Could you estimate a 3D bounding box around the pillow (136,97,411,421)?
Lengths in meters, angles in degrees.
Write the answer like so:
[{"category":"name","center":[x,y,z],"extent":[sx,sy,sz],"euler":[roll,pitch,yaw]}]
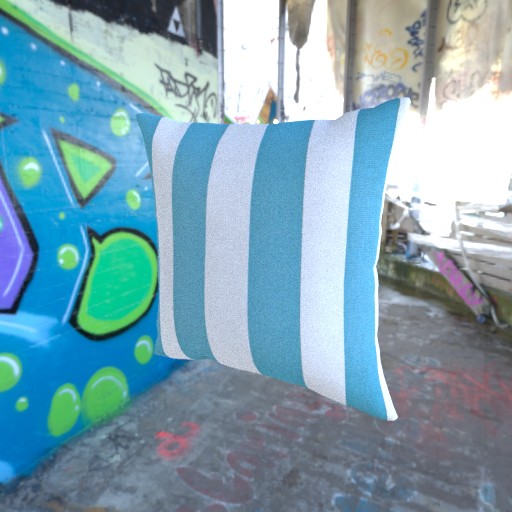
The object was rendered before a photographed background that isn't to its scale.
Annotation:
[{"category":"pillow","center":[0.000,0.000,0.812],"extent":[0.536,0.526,0.189],"euler":[6,14,26]}]
